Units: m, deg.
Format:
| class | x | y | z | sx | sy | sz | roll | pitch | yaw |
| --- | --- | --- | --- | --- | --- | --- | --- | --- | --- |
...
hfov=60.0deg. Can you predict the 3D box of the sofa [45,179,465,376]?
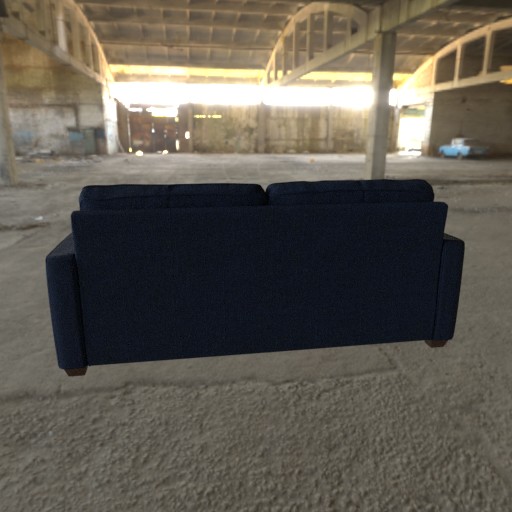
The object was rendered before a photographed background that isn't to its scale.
| class | x | y | z | sx | sy | sz | roll | pitch | yaw |
| --- | --- | --- | --- | --- | --- | --- | --- | --- | --- |
| sofa | 0.000 | 0.000 | 2.575 | 2.080 | 0.919 | 0.940 | -2 | 15 | -9 |
